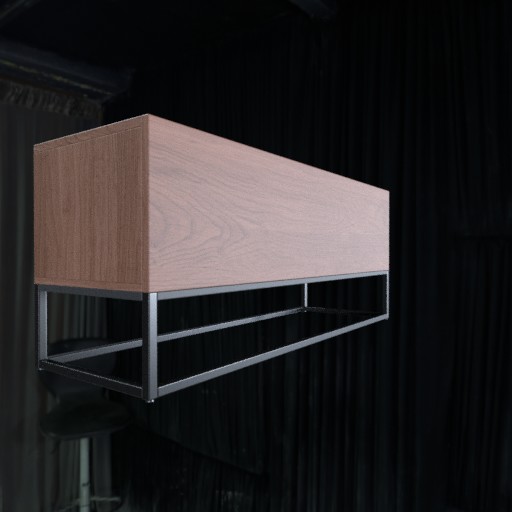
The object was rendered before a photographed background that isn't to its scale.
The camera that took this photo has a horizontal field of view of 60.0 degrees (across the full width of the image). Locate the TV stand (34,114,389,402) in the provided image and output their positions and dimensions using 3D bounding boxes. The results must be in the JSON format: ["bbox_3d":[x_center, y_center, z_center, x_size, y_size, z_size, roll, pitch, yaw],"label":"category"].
[{"bbox_3d":[0.000,0.000,1.370,0.415,0.500,1.200,0,1,36],"label":"TV stand"}]
